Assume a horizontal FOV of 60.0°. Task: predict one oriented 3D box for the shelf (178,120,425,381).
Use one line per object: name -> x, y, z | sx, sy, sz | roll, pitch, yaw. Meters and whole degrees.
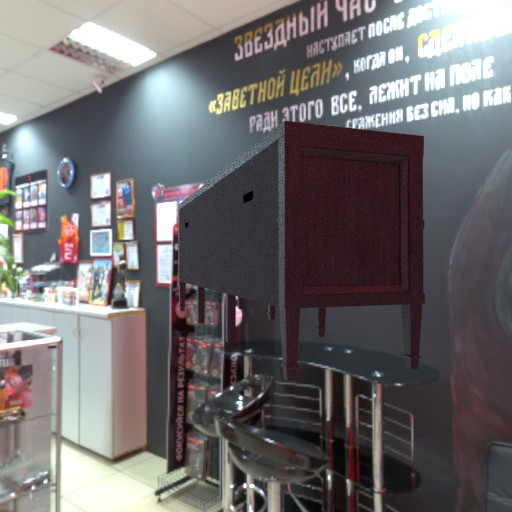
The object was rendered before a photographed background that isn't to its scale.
shelf -> 0.000, 0.000, 2.174 | 0.471, 0.715, 1.878 | 0, -1, -19
